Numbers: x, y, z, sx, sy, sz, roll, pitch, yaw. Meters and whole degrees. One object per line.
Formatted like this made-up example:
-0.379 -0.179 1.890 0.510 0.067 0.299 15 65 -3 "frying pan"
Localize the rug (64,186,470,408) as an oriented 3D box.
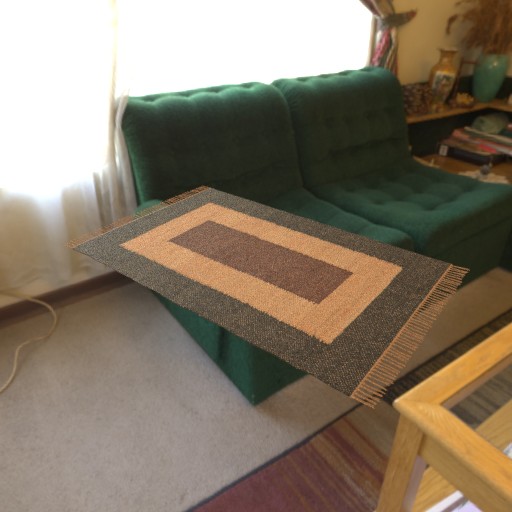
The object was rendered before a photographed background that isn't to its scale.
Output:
0.000 0.000 1.928 1.541 0.013 0.920 22 37 32 "rug"
